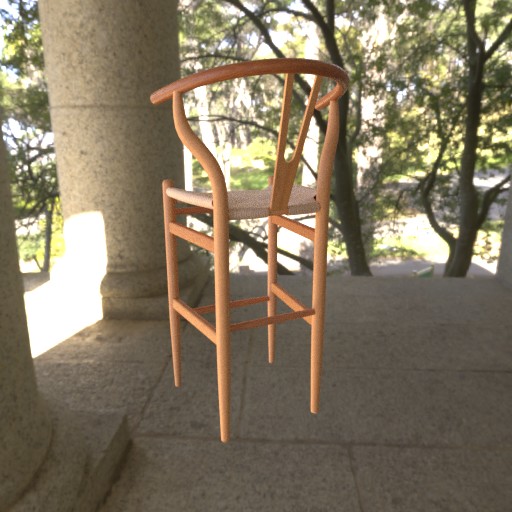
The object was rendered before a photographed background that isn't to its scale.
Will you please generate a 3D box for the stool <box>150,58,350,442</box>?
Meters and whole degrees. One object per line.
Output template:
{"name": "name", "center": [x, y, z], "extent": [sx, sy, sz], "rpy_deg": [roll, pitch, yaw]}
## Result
{"name": "stool", "center": [0.000, 0.000, 1.391], "extent": [0.574, 1.068, 0.561], "rpy_deg": [-7, 16, -26]}
